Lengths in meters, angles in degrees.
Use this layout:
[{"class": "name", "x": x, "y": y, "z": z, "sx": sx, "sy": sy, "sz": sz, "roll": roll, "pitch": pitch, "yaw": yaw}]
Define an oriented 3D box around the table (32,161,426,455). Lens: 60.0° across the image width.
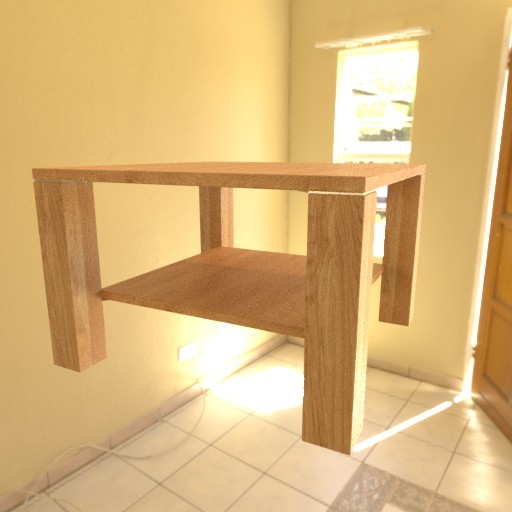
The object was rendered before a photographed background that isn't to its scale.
[{"class": "table", "x": 0.000, "y": 0.000, "z": 1.128, "sx": 0.700, "sy": 0.450, "sz": 0.700, "roll": 7, "pitch": 15, "yaw": 26}]
